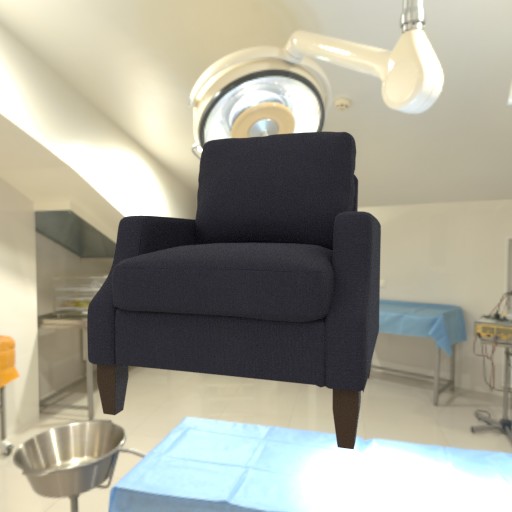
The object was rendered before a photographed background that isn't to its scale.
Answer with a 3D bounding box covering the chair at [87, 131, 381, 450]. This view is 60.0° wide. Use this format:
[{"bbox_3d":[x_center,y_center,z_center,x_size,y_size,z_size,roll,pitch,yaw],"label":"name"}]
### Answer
[{"bbox_3d":[0.000,0.000,1.631,0.855,0.991,0.897,1,3,18],"label":"chair"}]
